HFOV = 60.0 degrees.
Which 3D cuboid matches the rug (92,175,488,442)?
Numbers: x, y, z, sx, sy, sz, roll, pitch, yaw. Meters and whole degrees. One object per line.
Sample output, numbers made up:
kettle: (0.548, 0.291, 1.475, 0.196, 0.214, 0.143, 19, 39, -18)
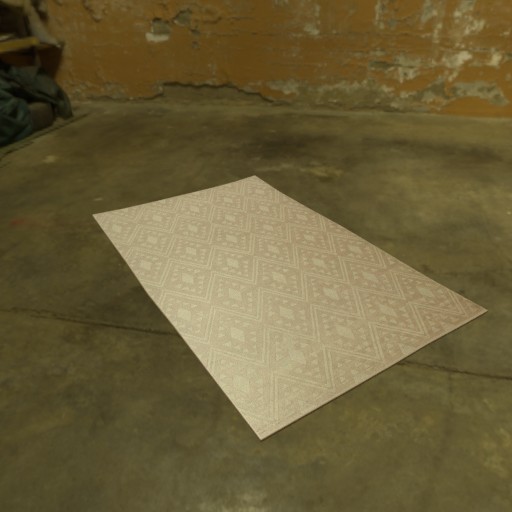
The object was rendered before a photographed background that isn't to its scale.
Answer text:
rug: (0.000, 0.000, 3.011, 1.553, 0.053, 2.430, -19, 36, -28)
